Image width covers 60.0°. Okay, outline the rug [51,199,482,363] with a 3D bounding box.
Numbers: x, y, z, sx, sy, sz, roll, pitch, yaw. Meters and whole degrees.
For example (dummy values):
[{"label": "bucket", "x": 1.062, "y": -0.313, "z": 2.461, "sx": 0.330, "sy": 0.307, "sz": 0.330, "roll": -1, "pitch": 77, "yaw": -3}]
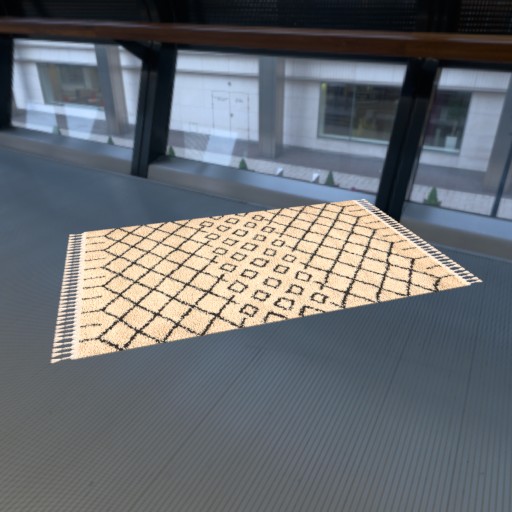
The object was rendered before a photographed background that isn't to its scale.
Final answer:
[{"label": "rug", "x": 0.000, "y": 0.000, "z": 2.449, "sx": 2.006, "sy": 0.008, "sz": 1.196, "roll": -8, "pitch": 30, "yaw": -15}]
